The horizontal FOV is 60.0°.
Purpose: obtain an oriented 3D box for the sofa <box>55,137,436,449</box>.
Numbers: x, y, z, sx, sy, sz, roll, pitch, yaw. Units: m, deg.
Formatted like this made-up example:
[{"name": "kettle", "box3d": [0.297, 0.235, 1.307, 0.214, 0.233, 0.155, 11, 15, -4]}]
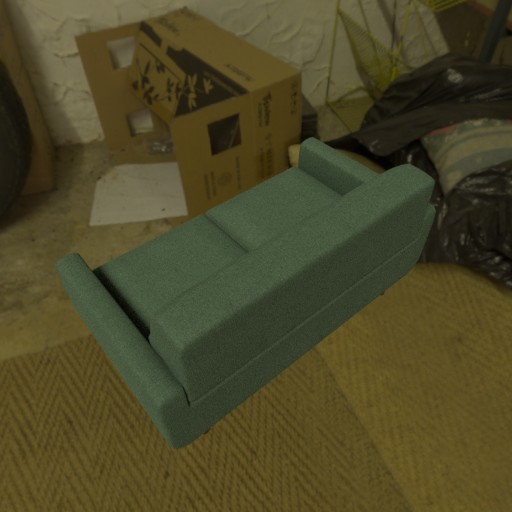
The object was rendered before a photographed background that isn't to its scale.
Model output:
[{"name": "sofa", "box3d": [0.000, 0.000, 2.205, 1.631, 0.841, 0.909, -31, 54, -26]}]
